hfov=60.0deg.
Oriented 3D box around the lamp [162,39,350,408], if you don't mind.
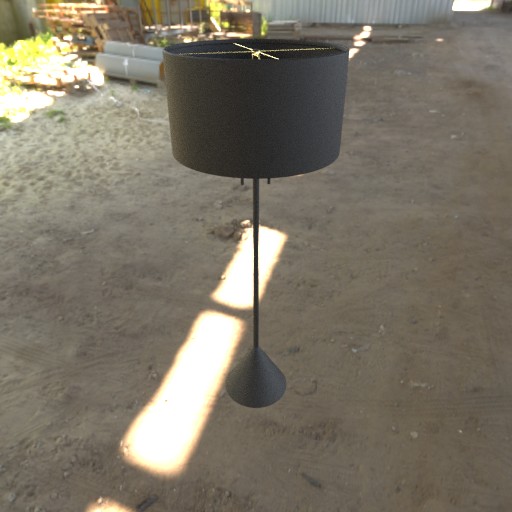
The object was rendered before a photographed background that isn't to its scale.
[{"bbox_3d":[0.000,0.000,1.782,0.580,1.526,0.580,-10,32,-16],"label":"lamp"}]
